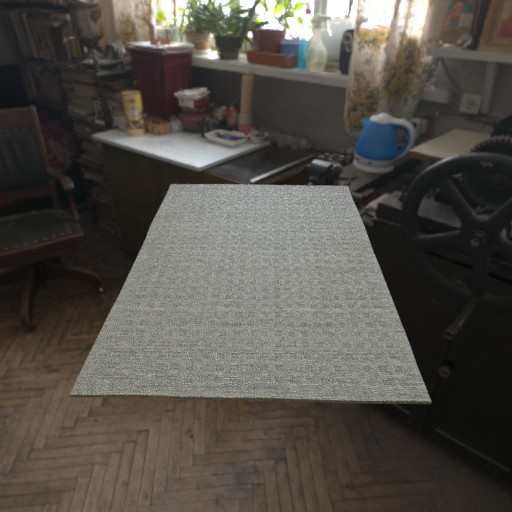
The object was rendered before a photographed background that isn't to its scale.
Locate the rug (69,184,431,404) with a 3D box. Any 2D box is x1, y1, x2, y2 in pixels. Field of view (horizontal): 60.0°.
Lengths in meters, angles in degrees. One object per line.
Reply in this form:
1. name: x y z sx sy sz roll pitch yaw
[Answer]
1. rug: 0.000 0.000 2.840 1.532 0.018 2.297 1 32 1
